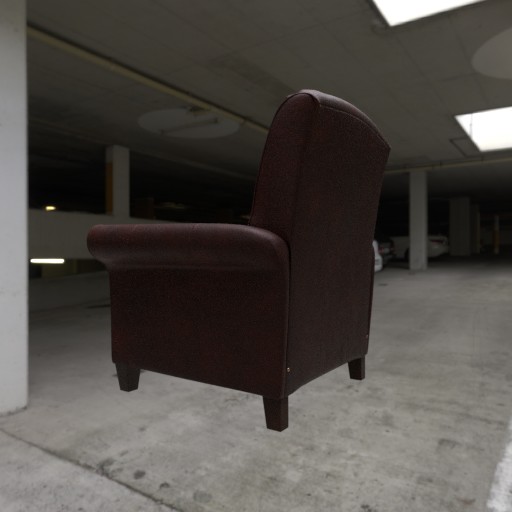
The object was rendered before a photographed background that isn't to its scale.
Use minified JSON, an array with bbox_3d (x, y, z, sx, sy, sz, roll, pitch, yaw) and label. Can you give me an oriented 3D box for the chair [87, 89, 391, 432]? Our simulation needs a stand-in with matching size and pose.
[{"bbox_3d":[0.000,0.000,1.813,0.902,1.061,0.978,0,0,34],"label":"chair"}]
